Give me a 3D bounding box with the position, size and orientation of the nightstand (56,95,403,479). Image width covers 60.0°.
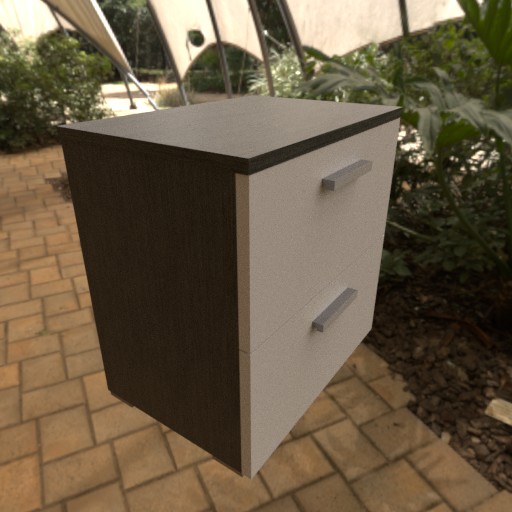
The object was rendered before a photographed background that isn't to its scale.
[{"bbox_3d":[0.000,0.000,0.755,0.325,0.460,0.441,17,31,31],"label":"nightstand"}]
